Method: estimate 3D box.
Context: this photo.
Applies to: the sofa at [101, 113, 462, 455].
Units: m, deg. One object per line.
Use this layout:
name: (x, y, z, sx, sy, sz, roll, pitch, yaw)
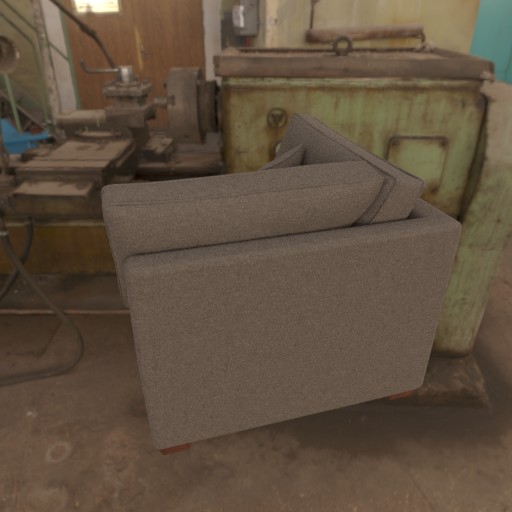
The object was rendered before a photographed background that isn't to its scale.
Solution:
sofa: (0.000, 0.000, 1.945, 1.146, 1.002, 1.084, -8, 31, -14)
